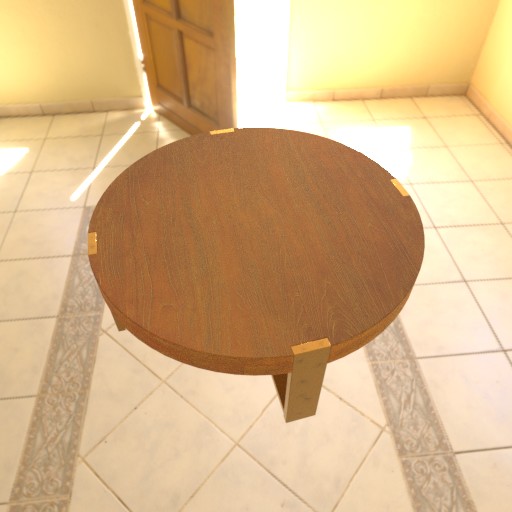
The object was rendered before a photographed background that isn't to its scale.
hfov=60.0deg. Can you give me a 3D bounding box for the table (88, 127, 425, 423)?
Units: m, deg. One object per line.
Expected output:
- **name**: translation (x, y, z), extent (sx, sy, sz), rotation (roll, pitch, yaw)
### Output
- **table**: translation (0.000, 0.000, 1.650), extent (1.100, 0.420, 1.100), rotation (0, 47, 0)
